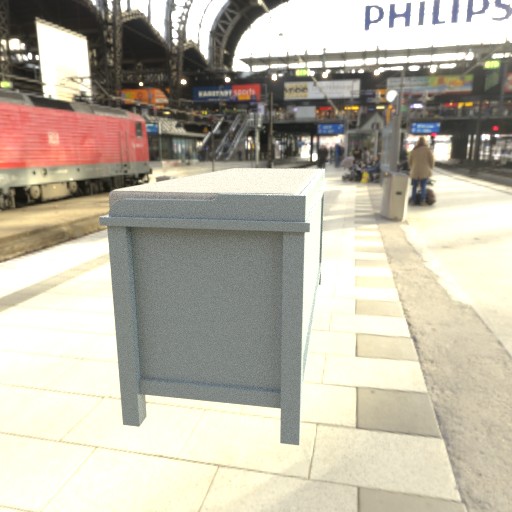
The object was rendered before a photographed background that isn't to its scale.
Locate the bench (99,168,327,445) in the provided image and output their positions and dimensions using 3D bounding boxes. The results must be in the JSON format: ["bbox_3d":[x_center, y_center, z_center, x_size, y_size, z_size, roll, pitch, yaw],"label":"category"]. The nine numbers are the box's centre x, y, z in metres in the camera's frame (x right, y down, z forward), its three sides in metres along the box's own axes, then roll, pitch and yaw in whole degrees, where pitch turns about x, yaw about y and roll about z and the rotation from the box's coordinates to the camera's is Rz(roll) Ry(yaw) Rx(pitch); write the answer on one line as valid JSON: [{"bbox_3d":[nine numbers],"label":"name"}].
[{"bbox_3d":[0.000,0.000,1.398,0.398,0.501,1.140,2,14,10],"label":"bench"}]
